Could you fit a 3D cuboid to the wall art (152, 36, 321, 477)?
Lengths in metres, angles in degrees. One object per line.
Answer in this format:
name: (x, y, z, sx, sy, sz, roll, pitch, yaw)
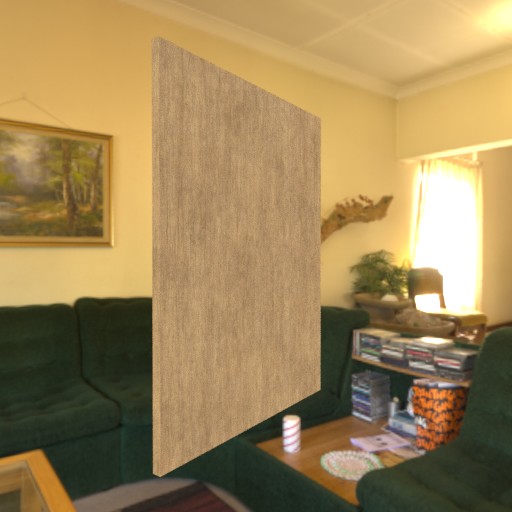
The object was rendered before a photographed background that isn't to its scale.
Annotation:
wall art: (0.000, 0.000, 0.910, 0.018, 0.686, 0.534, 1, 1, 36)
